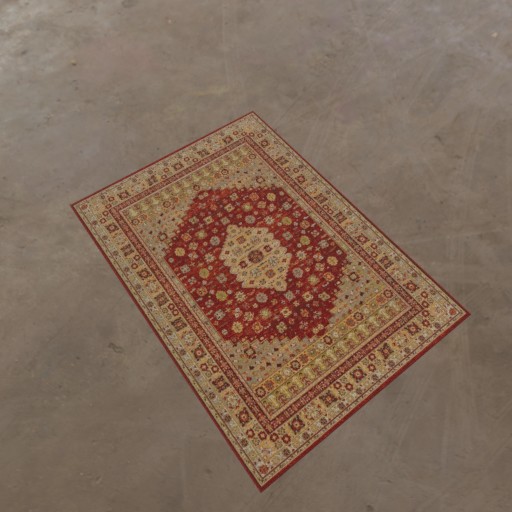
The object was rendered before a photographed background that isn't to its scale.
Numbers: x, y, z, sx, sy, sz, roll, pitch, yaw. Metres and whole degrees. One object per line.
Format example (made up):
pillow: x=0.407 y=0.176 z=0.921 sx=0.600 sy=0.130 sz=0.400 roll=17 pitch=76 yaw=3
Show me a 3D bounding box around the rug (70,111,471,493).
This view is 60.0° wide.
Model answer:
rug: x=0.000 y=0.000 z=2.885 sx=1.593 sy=0.013 sz=2.211 roll=-33 pitch=65 yaw=-18
